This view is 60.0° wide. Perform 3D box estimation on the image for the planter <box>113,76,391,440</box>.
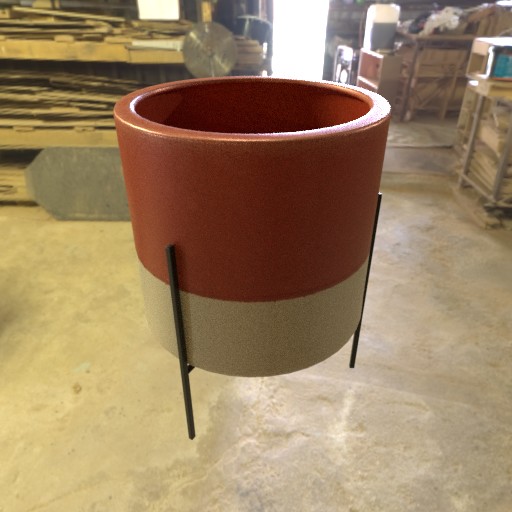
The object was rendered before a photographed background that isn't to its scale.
[{"bbox_3d":[0.000,0.000,0.682,0.354,0.465,0.345,1,32,1],"label":"planter"}]
